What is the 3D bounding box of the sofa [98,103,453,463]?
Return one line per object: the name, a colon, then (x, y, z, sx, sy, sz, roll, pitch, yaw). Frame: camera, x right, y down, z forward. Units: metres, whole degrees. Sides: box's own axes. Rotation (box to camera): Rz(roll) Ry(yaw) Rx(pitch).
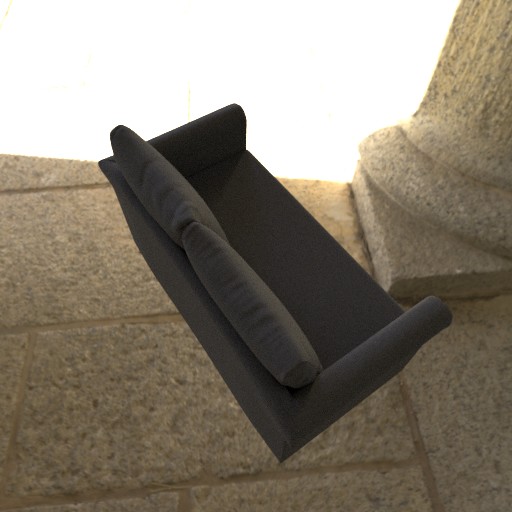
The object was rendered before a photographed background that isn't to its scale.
sofa: (0.000, 0.000, 1.941, 0.741, 0.872, 1.460, -30, 61, -18)
